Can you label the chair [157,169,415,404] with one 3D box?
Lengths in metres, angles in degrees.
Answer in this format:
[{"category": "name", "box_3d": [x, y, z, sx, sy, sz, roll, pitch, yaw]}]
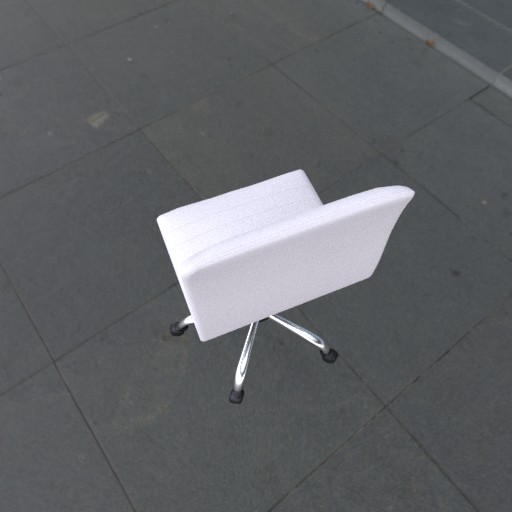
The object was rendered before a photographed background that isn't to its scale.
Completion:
[{"category": "chair", "box_3d": [0.000, 0.000, 1.045, 0.520, 0.750, 0.455, -20, 62, -11]}]
